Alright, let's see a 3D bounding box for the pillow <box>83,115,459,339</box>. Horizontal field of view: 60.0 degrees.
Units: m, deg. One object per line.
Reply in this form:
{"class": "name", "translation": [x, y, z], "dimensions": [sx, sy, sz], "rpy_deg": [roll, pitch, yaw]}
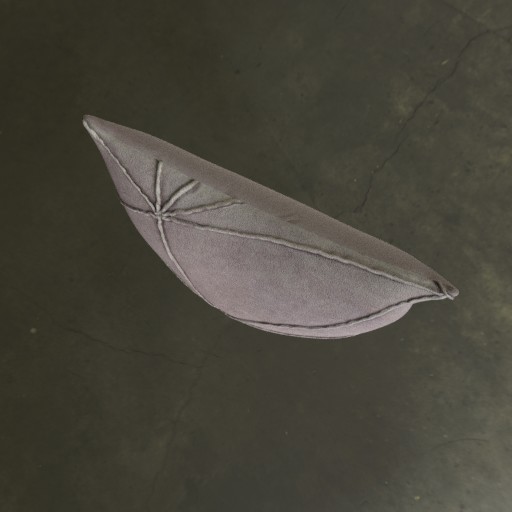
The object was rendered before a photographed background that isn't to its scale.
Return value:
{"class": "pillow", "translation": [0.000, 0.000, 0.657], "dimensions": [0.439, 0.440, 0.185], "rpy_deg": [26, 76, 7]}
